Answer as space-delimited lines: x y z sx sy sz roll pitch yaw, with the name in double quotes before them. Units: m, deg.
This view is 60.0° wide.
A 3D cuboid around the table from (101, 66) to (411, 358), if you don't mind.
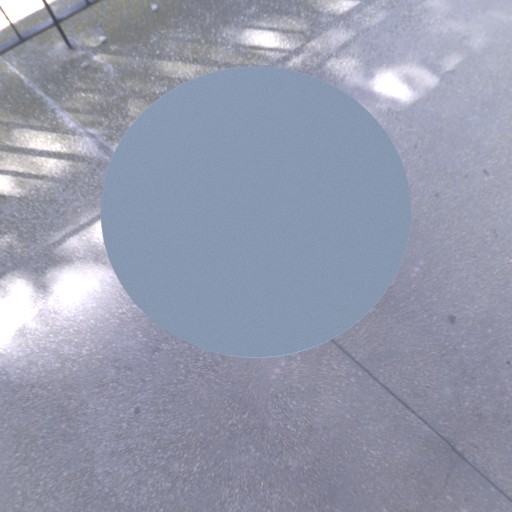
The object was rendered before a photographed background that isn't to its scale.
"table" 0.000 0.000 0.742 0.350 0.500 0.350 0 75 0
